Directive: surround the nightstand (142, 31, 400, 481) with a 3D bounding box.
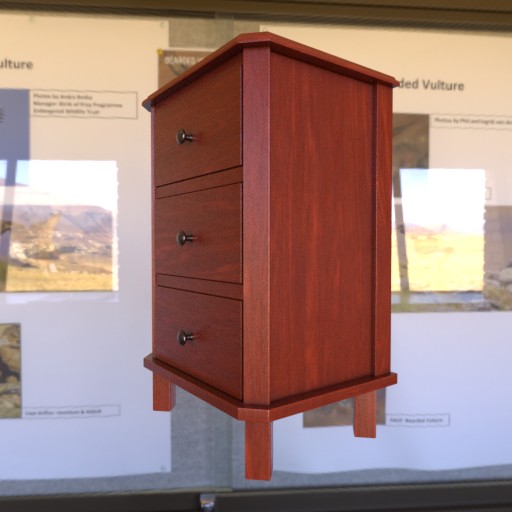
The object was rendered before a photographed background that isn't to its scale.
[{"bbox_3d":[0.000,0.000,0.910,0.351,0.681,0.435,-1,2,-36],"label":"nightstand"}]
